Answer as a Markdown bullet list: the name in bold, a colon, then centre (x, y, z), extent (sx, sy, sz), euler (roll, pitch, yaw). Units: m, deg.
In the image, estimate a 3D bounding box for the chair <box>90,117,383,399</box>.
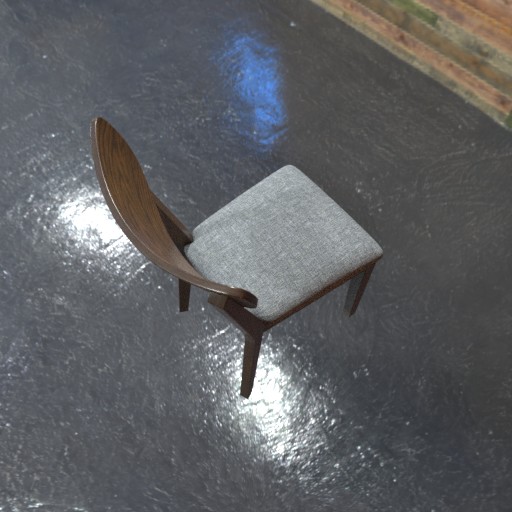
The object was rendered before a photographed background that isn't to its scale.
- **chair**: centre (0.000, 0.000, 1.188), extent (0.583, 0.849, 0.491), euler (-33, 65, -18)
